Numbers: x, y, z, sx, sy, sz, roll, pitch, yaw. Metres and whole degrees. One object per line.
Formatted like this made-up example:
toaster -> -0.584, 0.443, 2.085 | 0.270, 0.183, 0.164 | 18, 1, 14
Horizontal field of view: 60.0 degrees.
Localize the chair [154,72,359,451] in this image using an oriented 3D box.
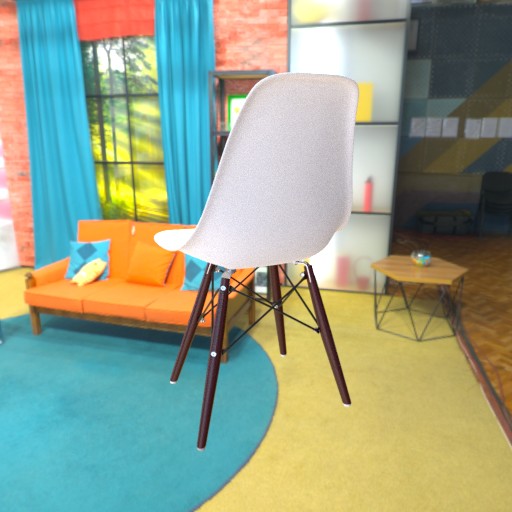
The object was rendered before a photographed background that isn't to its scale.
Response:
chair -> 0.000, 0.000, 1.151 | 0.470, 0.826, 0.533 | -8, 17, -26
